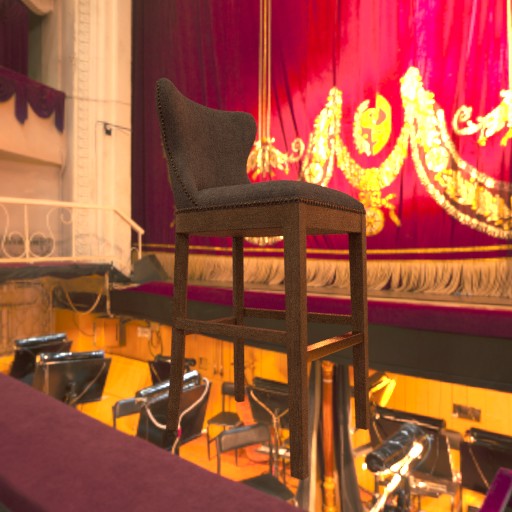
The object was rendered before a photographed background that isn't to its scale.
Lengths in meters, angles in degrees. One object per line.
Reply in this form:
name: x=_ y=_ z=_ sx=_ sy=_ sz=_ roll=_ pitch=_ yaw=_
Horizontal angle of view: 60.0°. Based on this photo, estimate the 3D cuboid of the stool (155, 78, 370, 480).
stool: x=0.000 y=0.000 z=1.451 sx=0.606 sy=1.123 sz=0.494 roll=0 pitch=0 yaw=37
